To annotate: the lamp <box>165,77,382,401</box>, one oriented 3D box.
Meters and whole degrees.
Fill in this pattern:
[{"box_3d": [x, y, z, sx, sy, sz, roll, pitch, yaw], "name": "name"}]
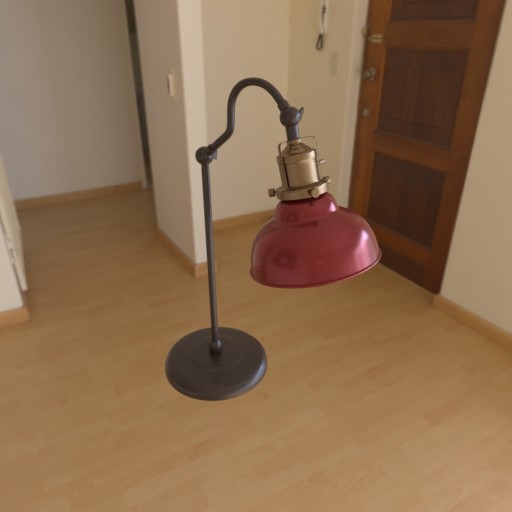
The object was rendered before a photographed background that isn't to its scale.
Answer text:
[{"box_3d": [0.000, 0.000, 0.677, 0.374, 0.508, 0.192, 18, 32, 31], "name": "lamp"}]
